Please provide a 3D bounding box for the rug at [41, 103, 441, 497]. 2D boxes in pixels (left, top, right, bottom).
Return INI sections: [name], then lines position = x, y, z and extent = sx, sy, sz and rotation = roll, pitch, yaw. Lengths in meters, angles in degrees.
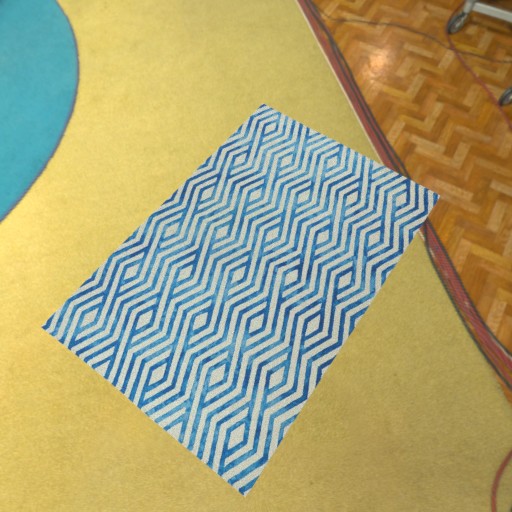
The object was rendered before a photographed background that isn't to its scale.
[rug]
position = 0.000, 0.000, 2.300
extent = 1.225, 0.008, 1.830
rotation = 33, 67, 16
